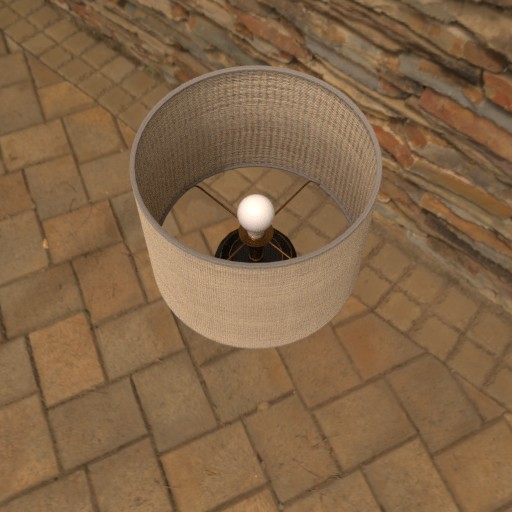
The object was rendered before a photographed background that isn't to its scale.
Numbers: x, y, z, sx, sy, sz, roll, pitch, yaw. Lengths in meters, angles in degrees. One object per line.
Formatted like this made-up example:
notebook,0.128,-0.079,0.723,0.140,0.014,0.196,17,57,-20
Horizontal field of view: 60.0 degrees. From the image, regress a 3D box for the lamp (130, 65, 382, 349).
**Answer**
lamp,0.000,0.000,0.838,0.376,0.594,0.376,0,64,0
